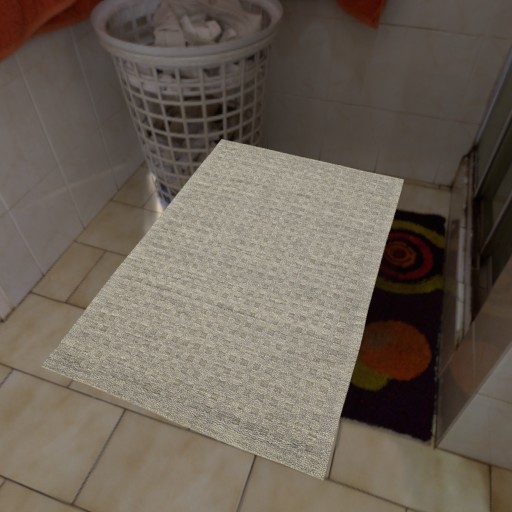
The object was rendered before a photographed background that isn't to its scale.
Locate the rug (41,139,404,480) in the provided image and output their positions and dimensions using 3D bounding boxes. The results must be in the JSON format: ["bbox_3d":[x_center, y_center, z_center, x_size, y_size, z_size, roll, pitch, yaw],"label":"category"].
[{"bbox_3d":[0.000,0.000,2.852,1.532,0.018,2.297,16,49,14],"label":"rug"}]
